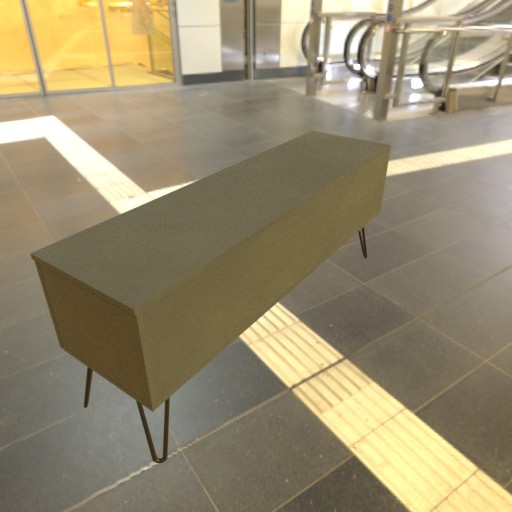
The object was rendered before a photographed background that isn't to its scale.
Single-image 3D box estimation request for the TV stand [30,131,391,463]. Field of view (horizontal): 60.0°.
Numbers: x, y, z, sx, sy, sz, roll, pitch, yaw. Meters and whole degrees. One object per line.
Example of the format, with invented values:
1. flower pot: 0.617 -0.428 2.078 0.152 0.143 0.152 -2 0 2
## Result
1. TV stand: 0.000 0.000 1.639 0.400 0.560 1.400 20 36 30
